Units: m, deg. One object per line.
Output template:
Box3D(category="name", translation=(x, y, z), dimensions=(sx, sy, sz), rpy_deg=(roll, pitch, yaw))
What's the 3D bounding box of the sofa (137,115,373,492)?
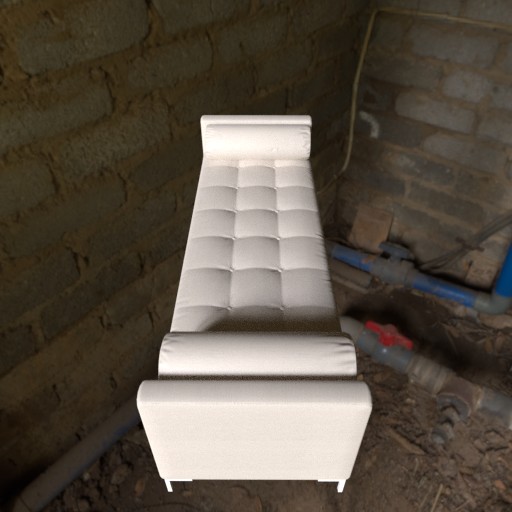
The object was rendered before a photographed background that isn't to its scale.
Box3D(category="sofa", translation=(0.000, 0.000, 2.199), dimensions=(0.686, 0.635, 1.981), rpy_deg=(0, 41, 0))
